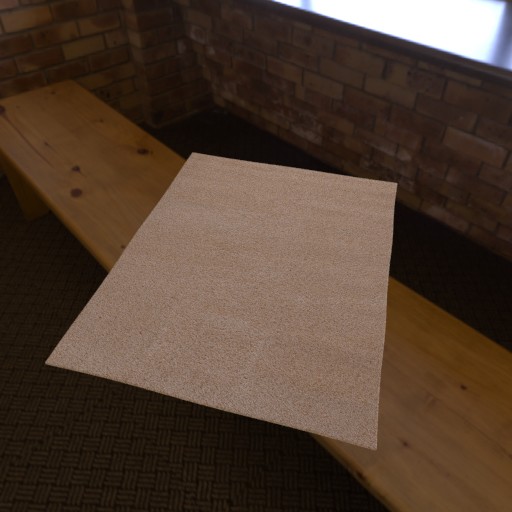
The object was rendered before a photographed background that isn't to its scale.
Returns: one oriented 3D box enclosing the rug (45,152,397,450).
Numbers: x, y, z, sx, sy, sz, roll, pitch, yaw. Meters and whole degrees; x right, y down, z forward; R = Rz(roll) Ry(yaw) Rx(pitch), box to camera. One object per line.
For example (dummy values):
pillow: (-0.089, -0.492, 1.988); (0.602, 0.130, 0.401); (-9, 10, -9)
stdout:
rug: (0.000, 0.000, 4.073); (2.400, 0.025, 3.000); (11, 46, 11)
